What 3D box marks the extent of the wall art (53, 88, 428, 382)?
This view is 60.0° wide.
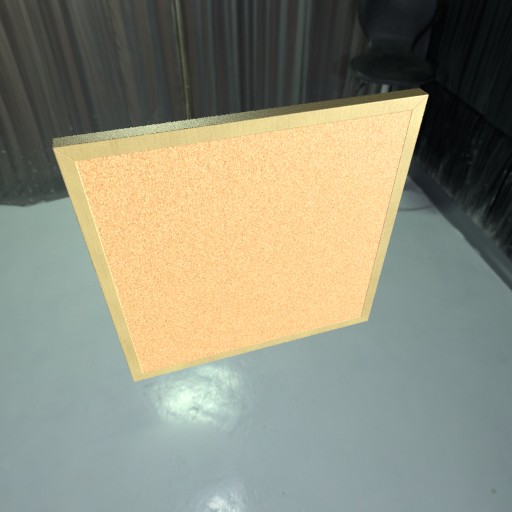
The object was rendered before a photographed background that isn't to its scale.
[{"bbox_3d":[0.000,0.000,1.136,0.763,0.763,0.037,-12,44,-13],"label":"wall art"}]
